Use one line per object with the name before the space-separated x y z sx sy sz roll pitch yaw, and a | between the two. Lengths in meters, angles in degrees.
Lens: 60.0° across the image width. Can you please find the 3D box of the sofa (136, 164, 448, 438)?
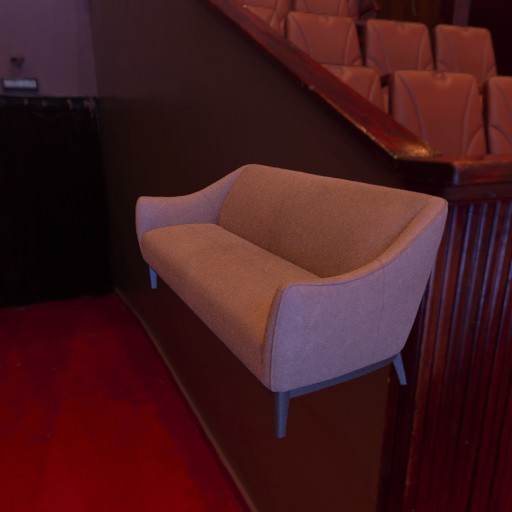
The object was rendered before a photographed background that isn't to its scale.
sofa | 0.000 0.000 2.409 0.869 0.830 1.928 -9 19 -26
